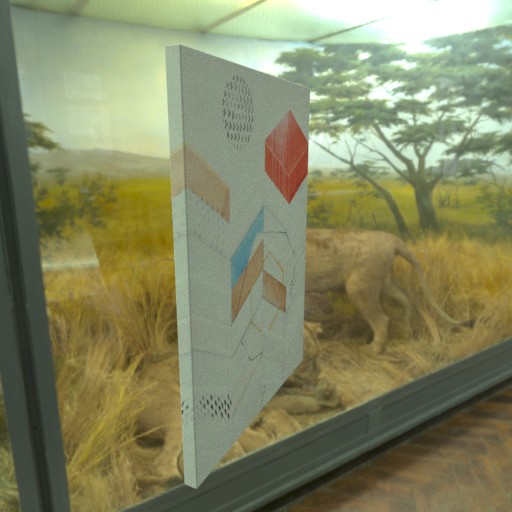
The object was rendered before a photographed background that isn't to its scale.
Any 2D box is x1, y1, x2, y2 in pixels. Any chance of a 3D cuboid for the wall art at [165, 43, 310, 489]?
[{"bbox_3d":[0.000,0.000,1.312,0.045,1.014,0.759,7,15,25],"label":"wall art"}]
